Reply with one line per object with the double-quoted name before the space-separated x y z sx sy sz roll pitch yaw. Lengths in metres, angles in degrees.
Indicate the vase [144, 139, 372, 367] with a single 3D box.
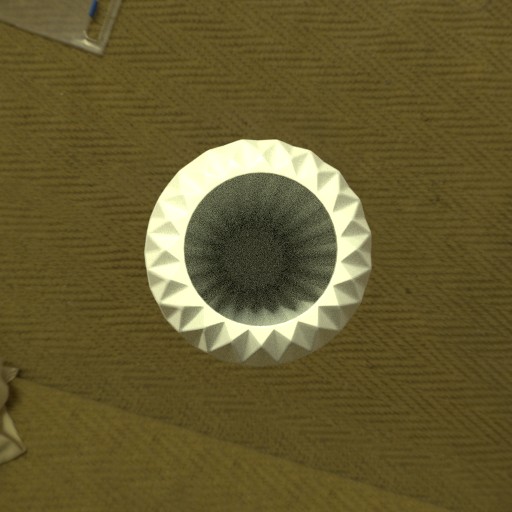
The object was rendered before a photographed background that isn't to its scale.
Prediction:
"vase" 0.000 0.000 0.333 0.133 0.263 0.133 0 89 -1
